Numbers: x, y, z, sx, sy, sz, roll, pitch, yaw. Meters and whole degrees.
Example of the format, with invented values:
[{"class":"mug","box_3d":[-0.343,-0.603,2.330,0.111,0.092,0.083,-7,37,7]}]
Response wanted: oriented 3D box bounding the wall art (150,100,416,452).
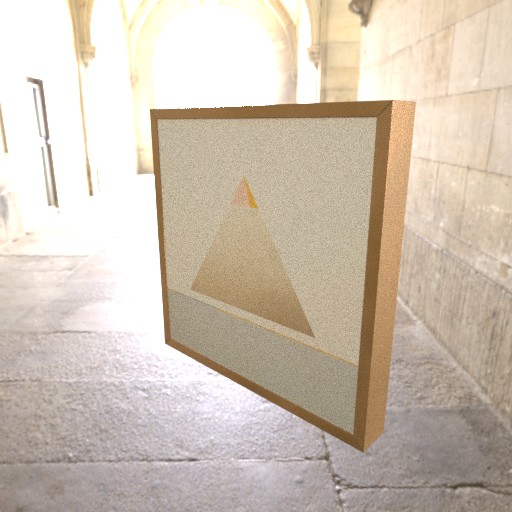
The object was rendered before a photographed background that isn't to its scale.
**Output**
[{"class":"wall art","box_3d":[0.000,0.000,0.473,0.305,0.303,0.038,15,22,41]}]
